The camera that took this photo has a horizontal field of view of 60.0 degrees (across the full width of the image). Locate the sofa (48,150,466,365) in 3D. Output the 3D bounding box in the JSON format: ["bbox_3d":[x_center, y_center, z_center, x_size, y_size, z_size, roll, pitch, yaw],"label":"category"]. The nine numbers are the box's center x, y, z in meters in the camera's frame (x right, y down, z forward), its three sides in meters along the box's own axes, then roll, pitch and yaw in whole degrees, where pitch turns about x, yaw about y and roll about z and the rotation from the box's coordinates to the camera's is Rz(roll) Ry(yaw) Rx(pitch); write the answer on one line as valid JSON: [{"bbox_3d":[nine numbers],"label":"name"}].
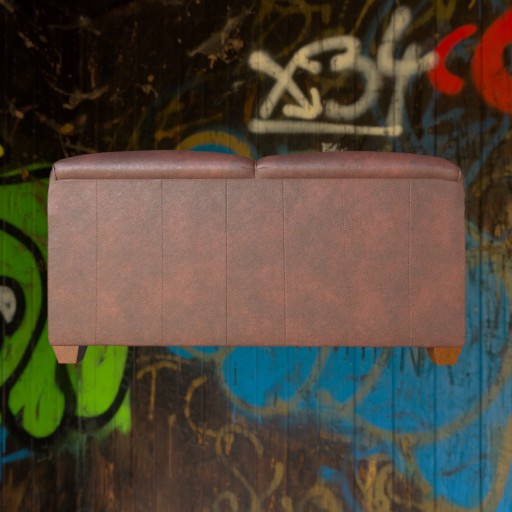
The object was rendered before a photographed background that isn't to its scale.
[{"bbox_3d":[0.000,0.000,2.418,1.856,0.966,1.000,0,0,1],"label":"sofa"}]
